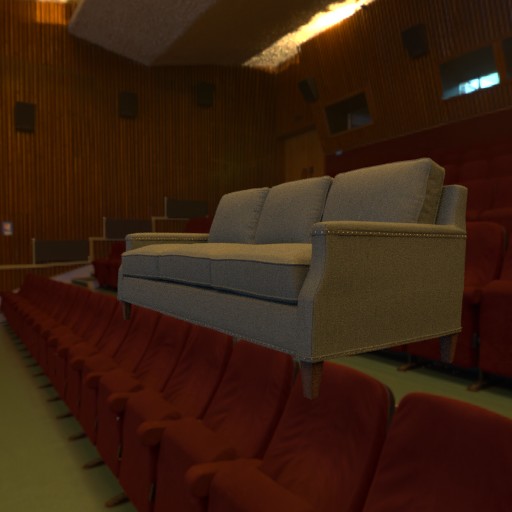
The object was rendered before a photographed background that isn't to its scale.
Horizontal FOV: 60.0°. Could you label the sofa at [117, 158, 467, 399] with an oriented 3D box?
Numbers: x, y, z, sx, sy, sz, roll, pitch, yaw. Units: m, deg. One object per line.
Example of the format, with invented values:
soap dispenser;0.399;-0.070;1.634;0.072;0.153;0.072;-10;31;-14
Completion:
sofa;0.000;0.000;2.787;1.084;1.003;2.246;-1;2;-35
